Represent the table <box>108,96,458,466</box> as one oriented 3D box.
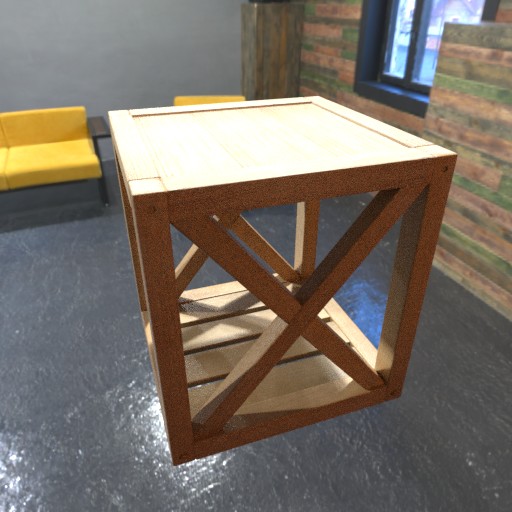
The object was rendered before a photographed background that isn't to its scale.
[{"bbox_3d":[0.000,0.000,1.069,0.559,0.610,0.558,-10,32,-17],"label":"table"}]
